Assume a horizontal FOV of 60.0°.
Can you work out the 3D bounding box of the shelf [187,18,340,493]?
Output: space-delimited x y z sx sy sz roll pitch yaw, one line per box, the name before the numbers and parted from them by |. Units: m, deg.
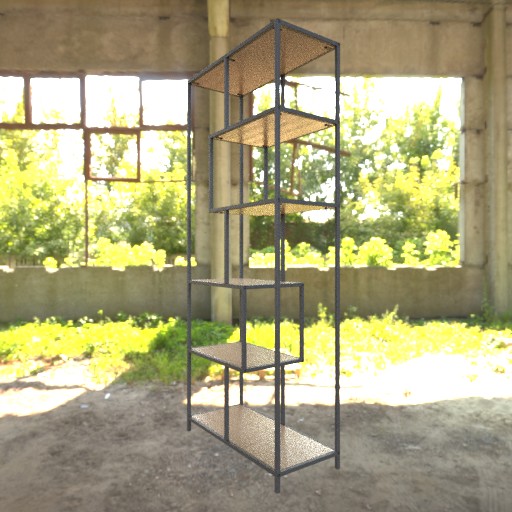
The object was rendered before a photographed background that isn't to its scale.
shelf | 0.000 0.000 2.137 0.350 1.850 0.770 0 0 -36
